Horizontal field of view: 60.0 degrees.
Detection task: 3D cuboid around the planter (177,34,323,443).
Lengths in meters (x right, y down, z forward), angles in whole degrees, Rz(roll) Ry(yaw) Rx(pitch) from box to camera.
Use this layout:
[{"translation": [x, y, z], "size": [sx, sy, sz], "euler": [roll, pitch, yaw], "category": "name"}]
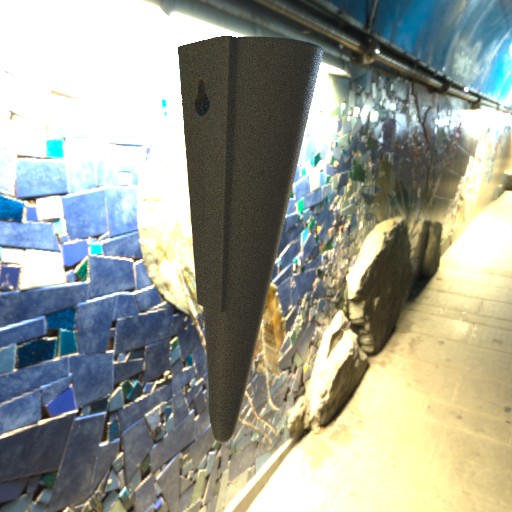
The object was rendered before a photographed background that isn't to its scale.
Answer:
[{"translation": [0.000, 0.000, 0.224], "size": [0.064, 0.191, 0.057], "euler": [-15, 21, -43], "category": "planter"}]
